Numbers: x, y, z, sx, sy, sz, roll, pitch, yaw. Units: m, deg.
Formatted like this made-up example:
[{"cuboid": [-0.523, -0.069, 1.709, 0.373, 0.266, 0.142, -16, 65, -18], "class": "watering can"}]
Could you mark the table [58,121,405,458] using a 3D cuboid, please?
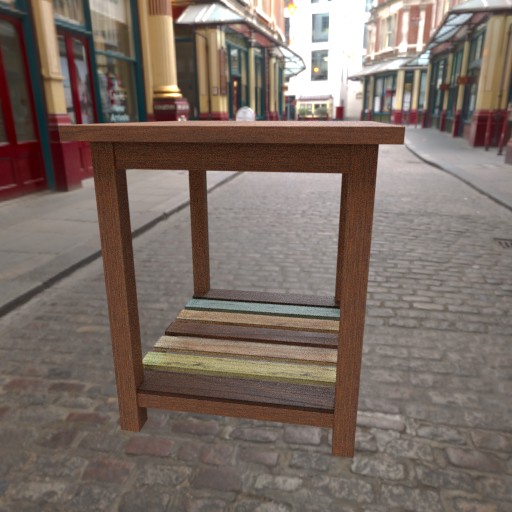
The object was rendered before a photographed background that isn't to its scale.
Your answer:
[{"cuboid": [0.000, 0.000, 1.102, 0.559, 0.635, 0.660, 3, 18, 9], "class": "table"}]
